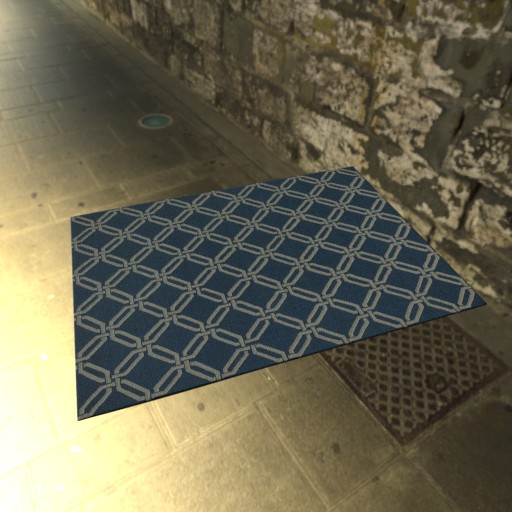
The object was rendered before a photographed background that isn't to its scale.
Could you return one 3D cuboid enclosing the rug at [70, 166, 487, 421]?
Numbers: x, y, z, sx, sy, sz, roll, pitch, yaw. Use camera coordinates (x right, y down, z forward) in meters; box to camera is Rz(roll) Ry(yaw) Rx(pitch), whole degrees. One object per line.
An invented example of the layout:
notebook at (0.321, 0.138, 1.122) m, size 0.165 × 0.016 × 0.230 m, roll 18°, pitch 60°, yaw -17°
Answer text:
rug at (0.000, 0.000, 4.237) m, size 3.342 × 0.018 × 2.432 m, roll -12°, pitch 43°, yaw -14°
